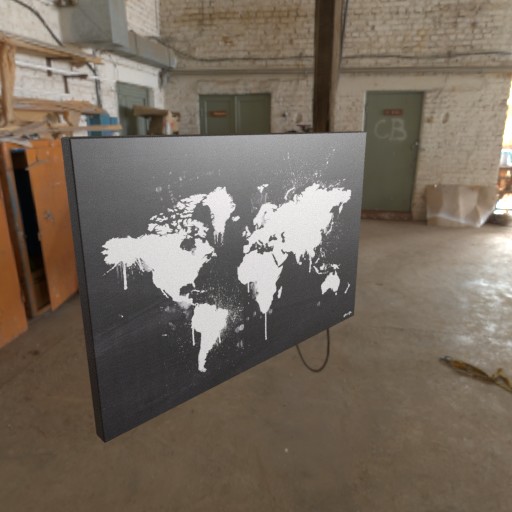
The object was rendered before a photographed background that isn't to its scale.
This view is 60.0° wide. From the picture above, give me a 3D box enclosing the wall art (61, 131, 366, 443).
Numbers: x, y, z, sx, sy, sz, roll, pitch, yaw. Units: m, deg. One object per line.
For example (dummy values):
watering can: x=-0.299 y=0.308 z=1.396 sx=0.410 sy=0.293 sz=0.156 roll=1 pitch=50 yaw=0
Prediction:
wall art: x=0.000 y=0.000 z=1.145 sx=0.912 sy=0.612 sz=0.038 roll=-16 pitch=23 yaw=-42
